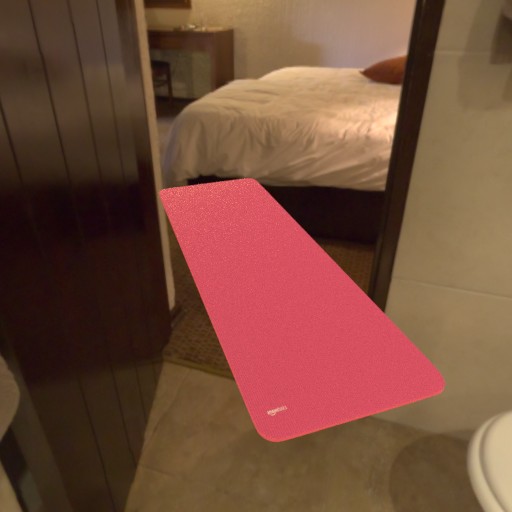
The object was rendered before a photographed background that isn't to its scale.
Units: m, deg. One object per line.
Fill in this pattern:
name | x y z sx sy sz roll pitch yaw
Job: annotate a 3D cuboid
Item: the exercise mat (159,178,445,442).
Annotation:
exercise mat | 0.000 0.000 2.030 0.616 0.021 1.884 -10 32 -17
